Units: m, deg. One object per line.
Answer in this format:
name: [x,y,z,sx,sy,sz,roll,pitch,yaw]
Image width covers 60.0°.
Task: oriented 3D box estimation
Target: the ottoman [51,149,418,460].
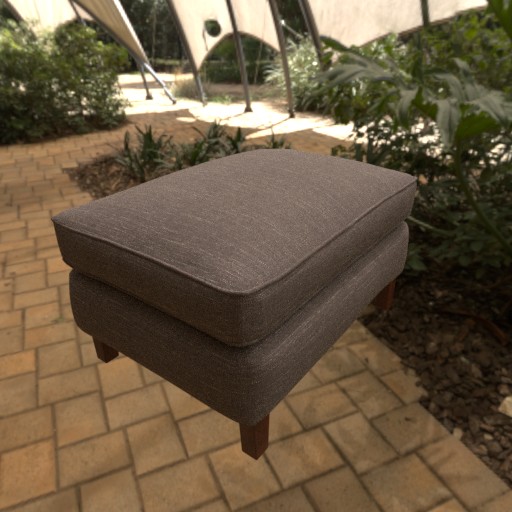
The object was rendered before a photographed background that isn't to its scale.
ottoman: [0.000,0.000,0.995,0.508,0.406,0.686,19,32,32]
